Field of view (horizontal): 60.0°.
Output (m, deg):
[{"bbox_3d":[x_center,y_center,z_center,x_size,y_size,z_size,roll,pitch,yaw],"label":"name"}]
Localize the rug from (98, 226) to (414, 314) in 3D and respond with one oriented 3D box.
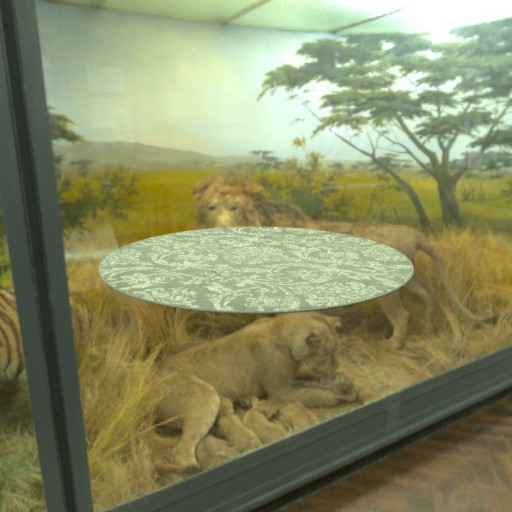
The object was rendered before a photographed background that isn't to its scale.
[{"bbox_3d":[0.000,0.000,2.362,1.593,0.012,1.593,0,15,0],"label":"rug"}]
